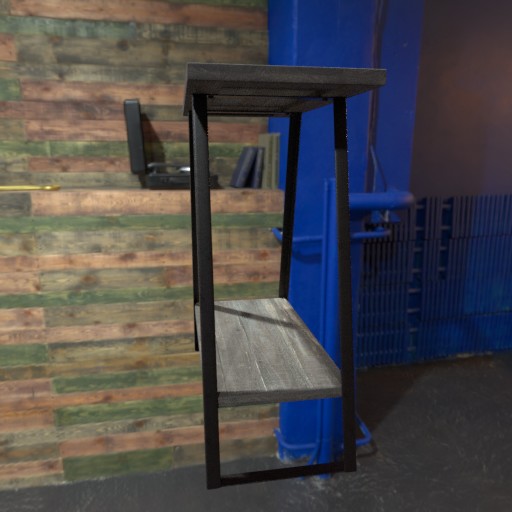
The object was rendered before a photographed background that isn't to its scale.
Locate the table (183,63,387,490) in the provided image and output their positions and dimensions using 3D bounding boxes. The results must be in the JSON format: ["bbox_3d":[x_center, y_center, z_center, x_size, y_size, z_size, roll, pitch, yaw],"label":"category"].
[{"bbox_3d":[0.000,0.000,1.010,0.300,0.701,0.599,-2,13,-9],"label":"table"}]
